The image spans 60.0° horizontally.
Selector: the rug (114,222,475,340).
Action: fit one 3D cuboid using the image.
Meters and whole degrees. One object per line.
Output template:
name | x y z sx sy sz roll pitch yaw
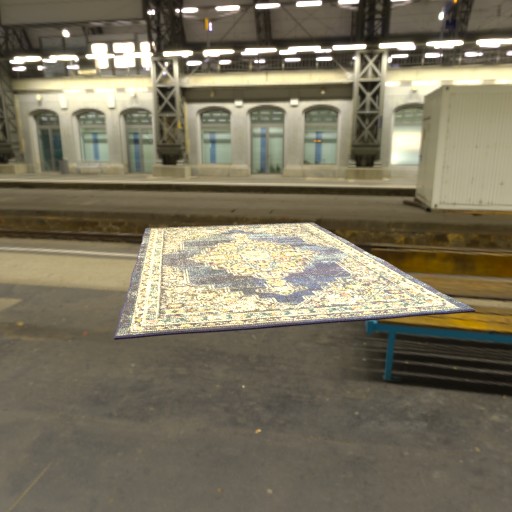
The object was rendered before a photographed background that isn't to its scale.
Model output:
rug | 0.000 0.000 2.239 1.184 0.012 1.781 -3 14 -10
